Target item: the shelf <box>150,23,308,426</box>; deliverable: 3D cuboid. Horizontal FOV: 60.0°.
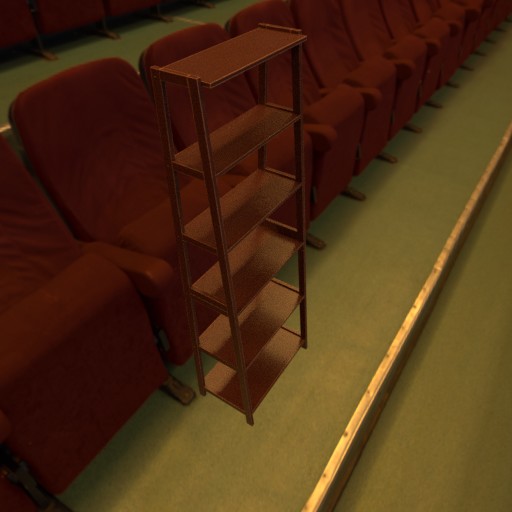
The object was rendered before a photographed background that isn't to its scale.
[{"bbox_3d":[0.000,0.000,2.165,0.381,1.892,0.660,23,46,24],"label":"shelf"}]
